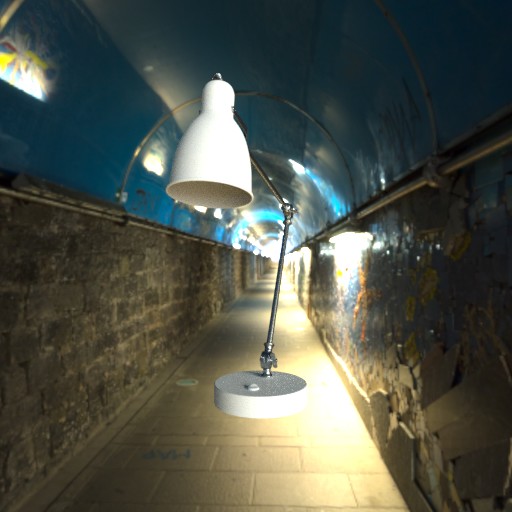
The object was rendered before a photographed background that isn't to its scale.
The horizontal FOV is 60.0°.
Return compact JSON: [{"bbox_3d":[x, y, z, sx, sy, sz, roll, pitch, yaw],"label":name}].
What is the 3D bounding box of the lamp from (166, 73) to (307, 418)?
[{"bbox_3d":[0.000,0.000,0.864,0.187,0.587,0.561,0,0,18],"label":"lamp"}]
